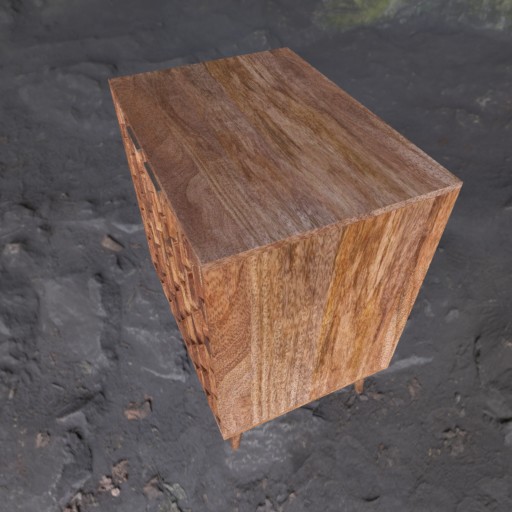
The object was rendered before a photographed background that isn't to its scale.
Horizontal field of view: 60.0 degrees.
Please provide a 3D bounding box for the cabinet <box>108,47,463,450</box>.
[{"bbox_3d":[0.000,0.000,1.153,0.473,0.758,0.647,-18,48,-17],"label":"cabinet"}]
